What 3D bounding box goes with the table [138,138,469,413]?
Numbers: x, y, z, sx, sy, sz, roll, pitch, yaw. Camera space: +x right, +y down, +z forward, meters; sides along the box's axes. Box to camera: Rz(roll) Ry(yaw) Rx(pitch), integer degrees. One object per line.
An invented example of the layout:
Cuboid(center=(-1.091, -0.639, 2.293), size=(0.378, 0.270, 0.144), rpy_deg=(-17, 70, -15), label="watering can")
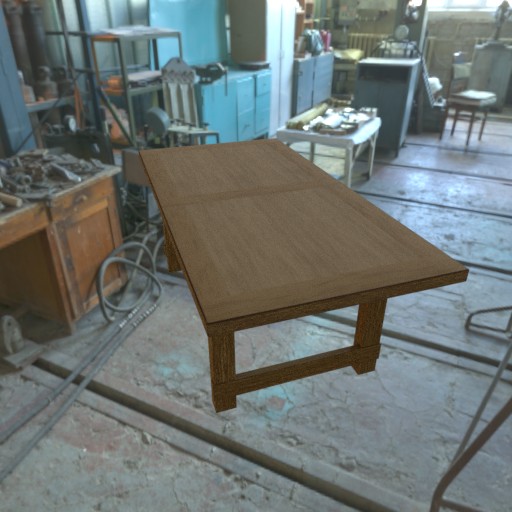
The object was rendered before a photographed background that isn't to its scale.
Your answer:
Cuboid(center=(0.000, 0.000, 2.505), size=(1.000, 0.762, 1.982), rpy_deg=(-10, 31, -16), label="table")
